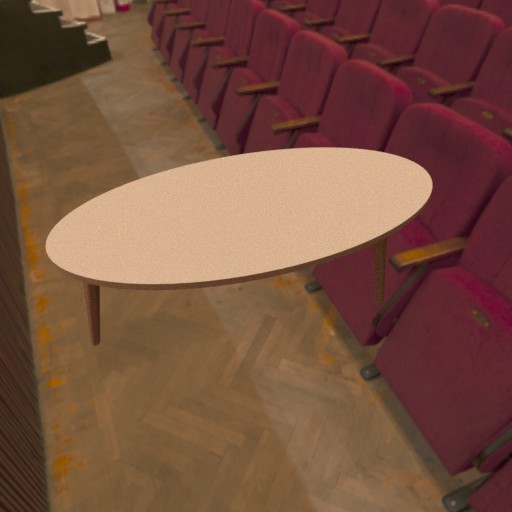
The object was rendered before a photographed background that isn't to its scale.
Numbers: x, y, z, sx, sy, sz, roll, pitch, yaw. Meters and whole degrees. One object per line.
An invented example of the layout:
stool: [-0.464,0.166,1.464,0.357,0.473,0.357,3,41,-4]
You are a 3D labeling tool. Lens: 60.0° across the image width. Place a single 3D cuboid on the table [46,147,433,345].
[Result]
table: [0.000,0.000,1.339,1.083,0.390,0.542,-14,43,-15]
